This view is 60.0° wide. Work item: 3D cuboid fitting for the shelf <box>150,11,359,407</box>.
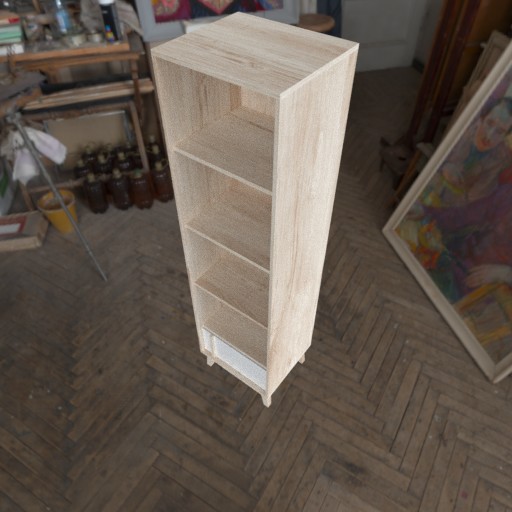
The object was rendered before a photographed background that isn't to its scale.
[{"bbox_3d":[0.000,0.000,2.143,0.510,1.960,0.450,29,52,25],"label":"shelf"}]
